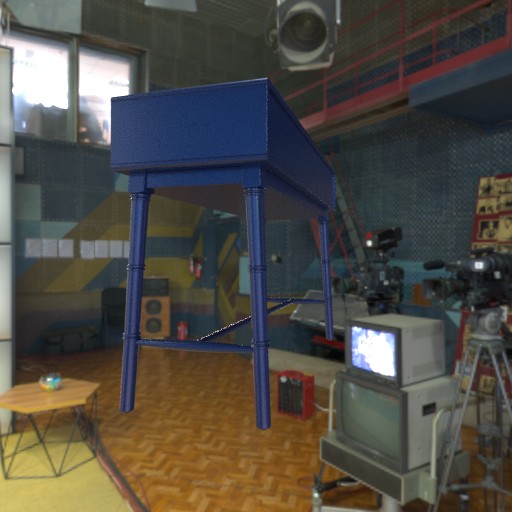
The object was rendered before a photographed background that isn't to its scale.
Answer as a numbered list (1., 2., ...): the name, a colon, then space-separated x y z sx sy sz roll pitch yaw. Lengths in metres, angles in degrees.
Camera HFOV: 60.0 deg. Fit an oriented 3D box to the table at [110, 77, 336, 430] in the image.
1. table: 0.000 0.000 1.513 0.399 0.749 1.118 0 0 17
